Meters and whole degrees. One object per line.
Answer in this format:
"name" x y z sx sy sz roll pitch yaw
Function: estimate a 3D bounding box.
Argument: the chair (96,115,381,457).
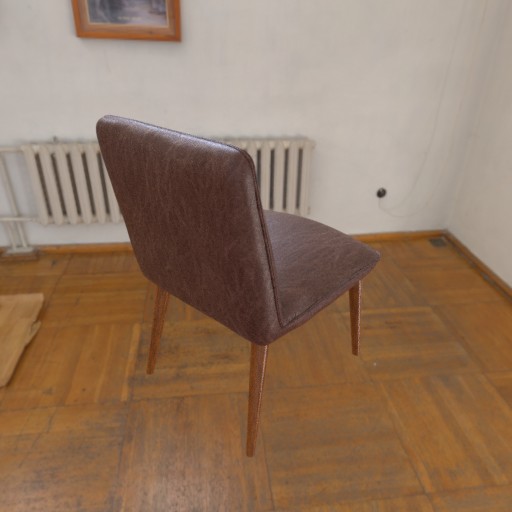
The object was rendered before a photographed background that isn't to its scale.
"chair" 0.000 0.000 1.256 0.543 0.803 0.645 21 35 33
